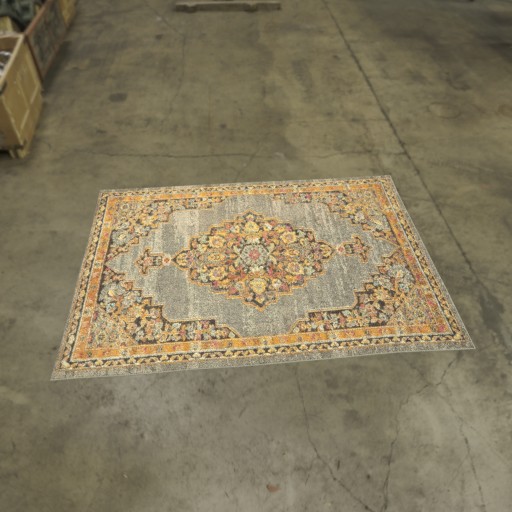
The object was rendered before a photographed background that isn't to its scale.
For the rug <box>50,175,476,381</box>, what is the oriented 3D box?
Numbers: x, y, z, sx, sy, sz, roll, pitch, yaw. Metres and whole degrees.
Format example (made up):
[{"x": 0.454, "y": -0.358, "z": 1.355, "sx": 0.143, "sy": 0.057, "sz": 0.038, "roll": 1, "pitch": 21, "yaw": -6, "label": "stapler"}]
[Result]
[{"x": 0.000, "y": 0.000, "z": 3.908, "sx": 3.063, "sy": 0.024, "sz": 2.158, "roll": -3, "pitch": 46, "yaw": -3, "label": "rug"}]
